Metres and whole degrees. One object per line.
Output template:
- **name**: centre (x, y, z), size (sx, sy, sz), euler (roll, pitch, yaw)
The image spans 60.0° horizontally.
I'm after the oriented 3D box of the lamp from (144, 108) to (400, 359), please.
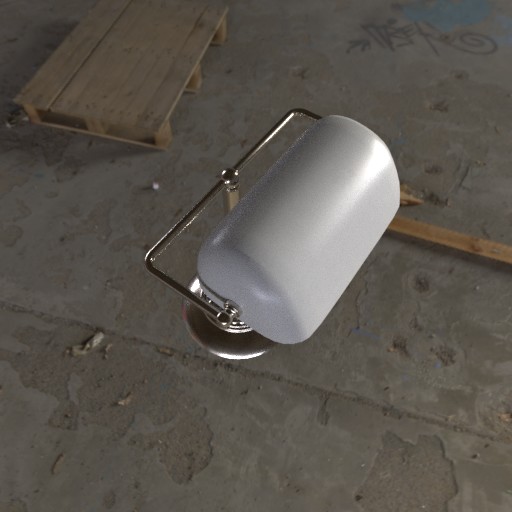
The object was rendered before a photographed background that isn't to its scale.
- **lamp**: centre (0.000, 0.000, 0.537), size (0.243, 0.339, 0.264), euler (31, 63, 18)
